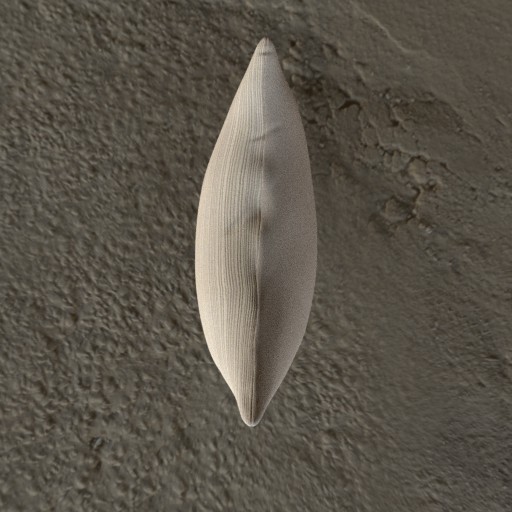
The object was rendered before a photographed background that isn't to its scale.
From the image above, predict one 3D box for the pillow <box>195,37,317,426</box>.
[{"bbox_3d":[0.000,0.000,0.791,0.204,0.497,0.512,2,76,1],"label":"pillow"}]
